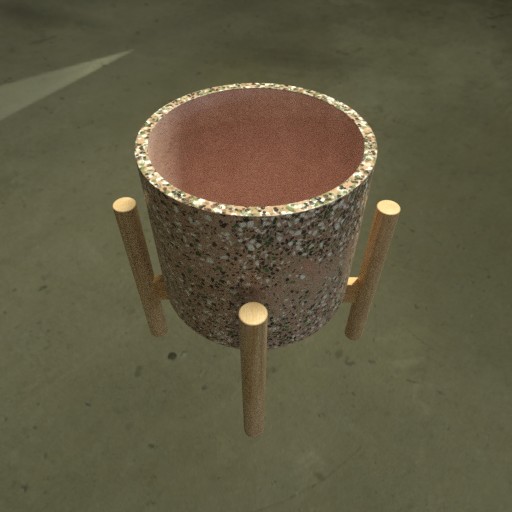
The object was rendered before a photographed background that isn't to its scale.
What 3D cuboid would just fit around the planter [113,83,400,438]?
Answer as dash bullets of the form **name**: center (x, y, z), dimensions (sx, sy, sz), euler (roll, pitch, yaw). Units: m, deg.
- **planter**: center (0.000, 0.000, 0.528), dimensions (0.284, 0.320, 0.284), euler (18, 49, 16)
